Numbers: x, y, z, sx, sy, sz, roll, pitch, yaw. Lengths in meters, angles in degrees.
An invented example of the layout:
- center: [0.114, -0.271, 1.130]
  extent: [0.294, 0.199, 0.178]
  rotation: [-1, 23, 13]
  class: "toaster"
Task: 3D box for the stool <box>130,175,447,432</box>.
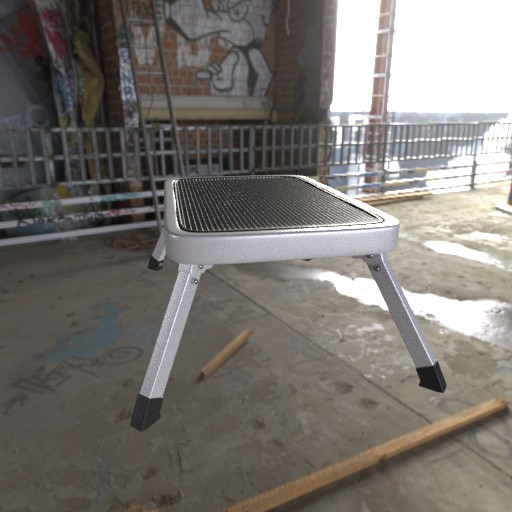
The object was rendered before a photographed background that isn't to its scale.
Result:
- center: [0.000, 0.000, 0.613]
  extent: [0.320, 0.170, 0.460]
  rotation: [-3, 18, -11]
  class: "stool"
